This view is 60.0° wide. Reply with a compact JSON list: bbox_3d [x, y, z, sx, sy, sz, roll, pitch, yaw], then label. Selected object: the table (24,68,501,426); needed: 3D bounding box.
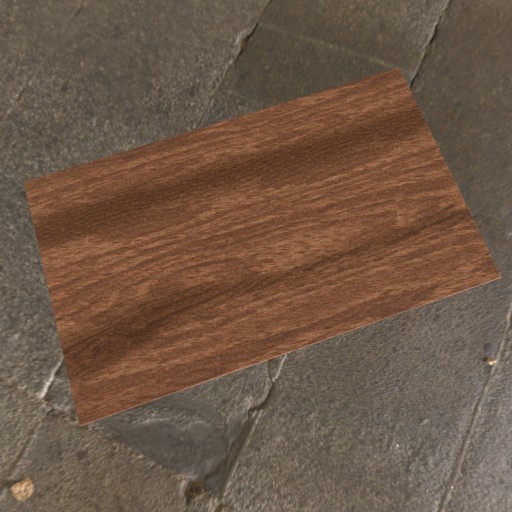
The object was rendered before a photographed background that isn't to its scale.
[{"bbox_3d":[0.000,0.000,1.775,1.349,0.724,0.801,-18,76,-5],"label":"table"}]
